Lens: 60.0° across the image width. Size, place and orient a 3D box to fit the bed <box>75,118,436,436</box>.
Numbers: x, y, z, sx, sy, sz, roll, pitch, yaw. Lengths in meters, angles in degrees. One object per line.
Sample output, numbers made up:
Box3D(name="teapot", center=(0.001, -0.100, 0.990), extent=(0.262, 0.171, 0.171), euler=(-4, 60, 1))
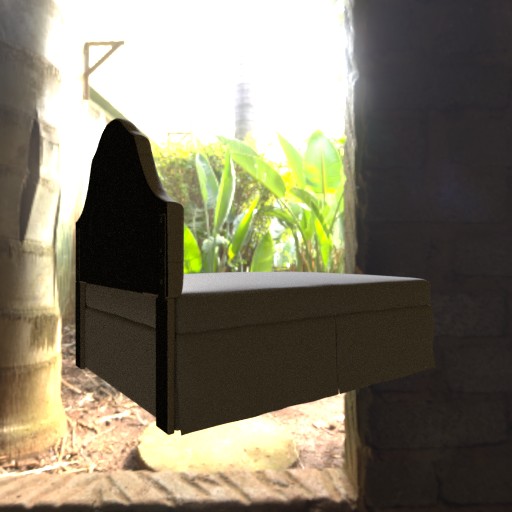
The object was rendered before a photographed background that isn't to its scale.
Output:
Box3D(name="bed", center=(0.000, 0.000, 3.180), extent=(2.092, 1.575, 1.627), euler=(0, 0, -37))
